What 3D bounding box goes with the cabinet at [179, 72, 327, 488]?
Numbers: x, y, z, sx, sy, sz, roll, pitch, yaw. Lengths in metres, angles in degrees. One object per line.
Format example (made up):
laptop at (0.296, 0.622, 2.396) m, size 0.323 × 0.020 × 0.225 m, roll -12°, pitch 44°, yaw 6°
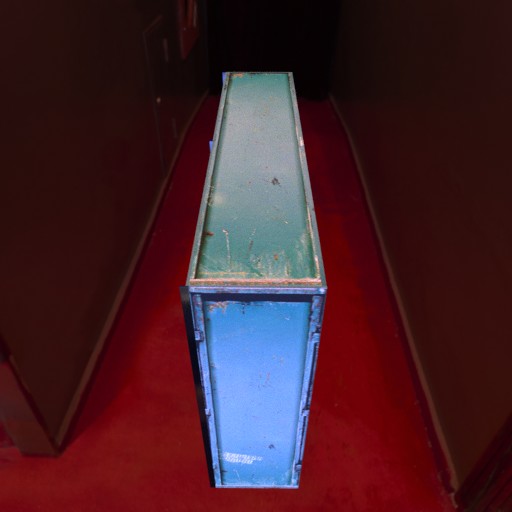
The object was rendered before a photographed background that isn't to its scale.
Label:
cabinet at (0.000, 0.000, 3.876) m, size 0.680 × 2.160 × 3.001 m, roll 0°, pitch 40°, yaw 0°
